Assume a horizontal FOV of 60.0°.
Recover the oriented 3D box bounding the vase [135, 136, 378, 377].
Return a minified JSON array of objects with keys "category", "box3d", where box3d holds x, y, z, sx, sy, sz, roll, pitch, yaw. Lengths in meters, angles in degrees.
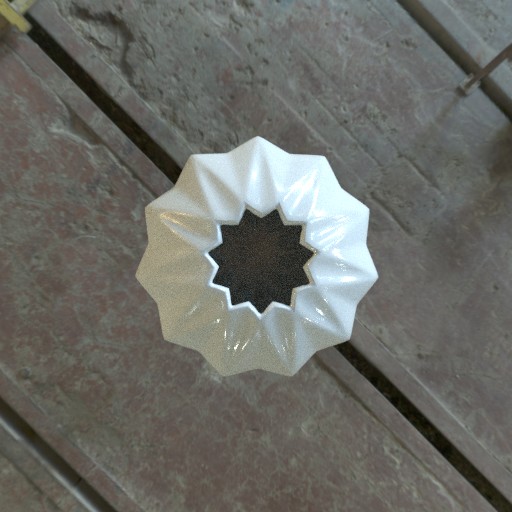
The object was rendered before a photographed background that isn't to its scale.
[{"category":"vase","box3d":[0.000,0.000,0.255,0.139,0.134,0.139,0,91,-1]}]
